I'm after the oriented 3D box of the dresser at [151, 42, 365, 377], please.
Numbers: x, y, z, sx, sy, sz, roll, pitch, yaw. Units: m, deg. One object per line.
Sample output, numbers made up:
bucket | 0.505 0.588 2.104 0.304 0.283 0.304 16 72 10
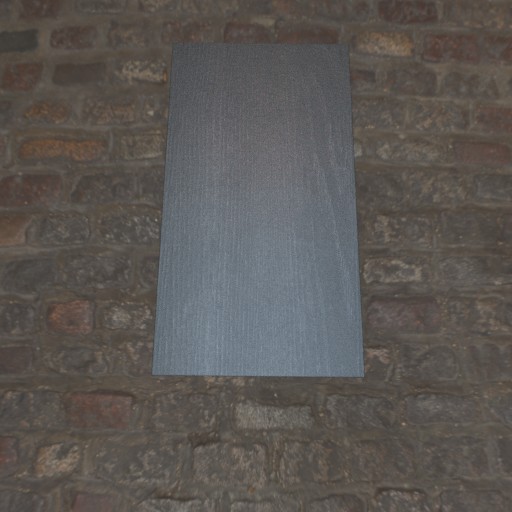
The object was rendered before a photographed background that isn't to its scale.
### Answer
dresser | 0.000 0.000 1.374 0.398 1.020 0.700 1 76 0
